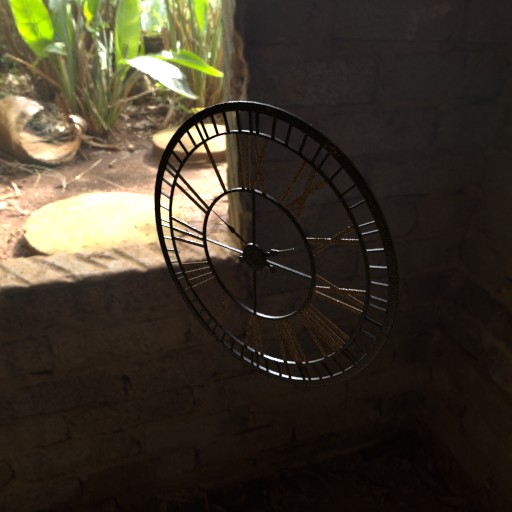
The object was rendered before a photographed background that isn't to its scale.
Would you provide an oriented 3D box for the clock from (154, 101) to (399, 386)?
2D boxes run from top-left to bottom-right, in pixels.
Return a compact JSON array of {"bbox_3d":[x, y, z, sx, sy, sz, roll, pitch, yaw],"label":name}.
[{"bbox_3d":[0.000,0.000,1.266,0.843,0.843,0.025,21,35,33],"label":"clock"}]
